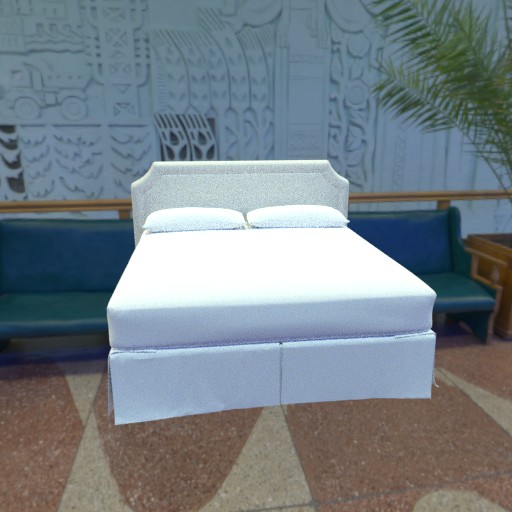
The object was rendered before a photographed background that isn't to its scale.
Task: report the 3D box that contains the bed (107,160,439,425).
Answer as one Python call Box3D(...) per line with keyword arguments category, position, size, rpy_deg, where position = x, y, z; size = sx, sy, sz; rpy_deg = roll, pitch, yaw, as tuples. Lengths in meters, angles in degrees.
Box3D(category="bed", position=(0.000, 0.000, 3.494), size=(2.160, 1.301, 2.204), rpy_deg=(-2, 17, -7))
